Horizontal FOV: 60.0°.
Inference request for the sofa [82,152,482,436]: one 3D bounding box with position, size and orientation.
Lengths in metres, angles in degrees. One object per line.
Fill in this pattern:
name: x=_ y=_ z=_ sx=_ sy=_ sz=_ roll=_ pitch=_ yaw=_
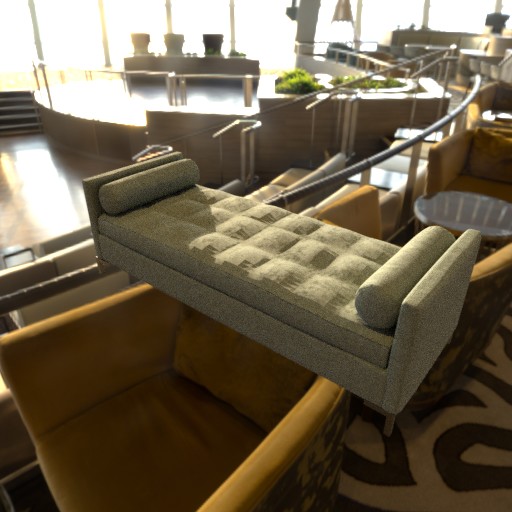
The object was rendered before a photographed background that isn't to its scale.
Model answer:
sofa: x=0.000 y=0.000 z=2.505 sx=2.102 sy=0.657 sz=0.797 roll=22 pitch=36 yaw=33
